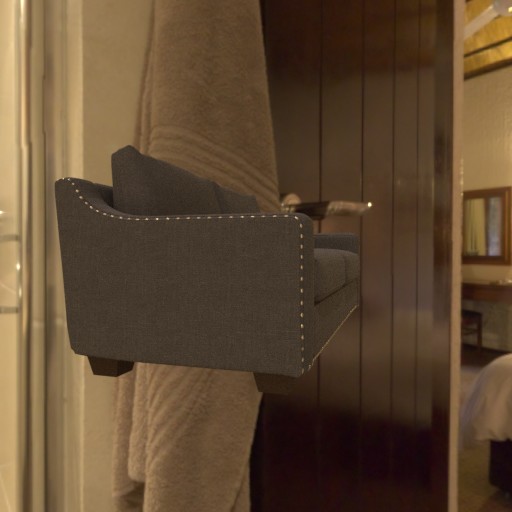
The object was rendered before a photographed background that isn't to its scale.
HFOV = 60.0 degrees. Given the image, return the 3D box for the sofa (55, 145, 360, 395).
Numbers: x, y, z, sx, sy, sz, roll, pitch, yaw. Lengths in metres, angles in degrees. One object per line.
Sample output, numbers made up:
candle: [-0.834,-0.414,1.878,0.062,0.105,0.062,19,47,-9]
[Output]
sofa: [0.000,0.000,3.253,1.336,1.196,2.550,0,1,18]
